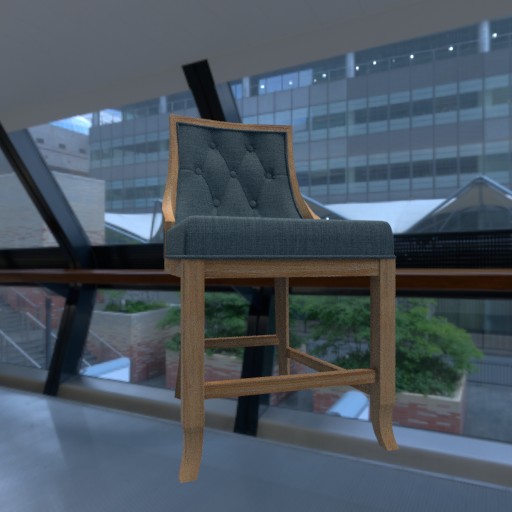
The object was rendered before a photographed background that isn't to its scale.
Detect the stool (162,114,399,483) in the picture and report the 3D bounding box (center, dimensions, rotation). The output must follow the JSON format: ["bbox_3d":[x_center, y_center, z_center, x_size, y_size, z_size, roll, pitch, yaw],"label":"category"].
[{"bbox_3d":[0.000,0.000,1.286,0.524,0.938,0.626,0,0,-18],"label":"stool"}]
